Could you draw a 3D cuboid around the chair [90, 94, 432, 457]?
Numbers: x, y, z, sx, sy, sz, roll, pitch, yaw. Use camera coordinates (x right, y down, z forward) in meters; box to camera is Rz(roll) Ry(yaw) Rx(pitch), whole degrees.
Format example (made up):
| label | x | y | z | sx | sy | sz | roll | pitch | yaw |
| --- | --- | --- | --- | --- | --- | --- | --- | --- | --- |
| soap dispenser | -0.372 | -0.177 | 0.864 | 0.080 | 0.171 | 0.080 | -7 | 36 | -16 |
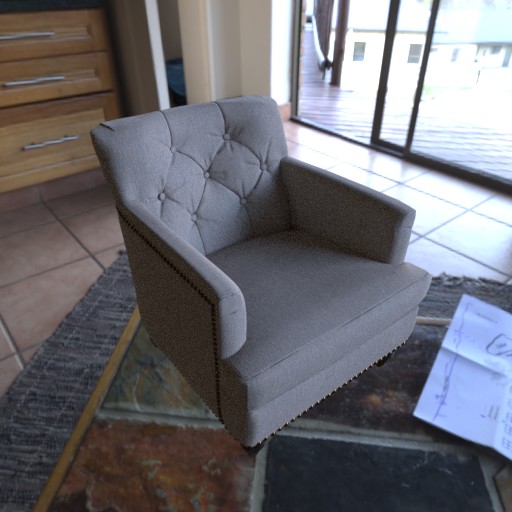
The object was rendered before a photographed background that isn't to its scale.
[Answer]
| label | x | y | z | sx | sy | sz | roll | pitch | yaw |
| --- | --- | --- | --- | --- | --- | --- | --- | --- | --- |
| chair | 0.000 | 0.000 | 1.479 | 0.737 | 0.823 | 0.902 | -23 | 39 | -31 |
